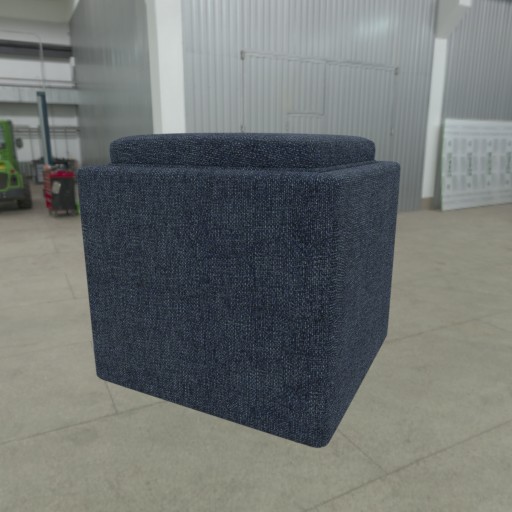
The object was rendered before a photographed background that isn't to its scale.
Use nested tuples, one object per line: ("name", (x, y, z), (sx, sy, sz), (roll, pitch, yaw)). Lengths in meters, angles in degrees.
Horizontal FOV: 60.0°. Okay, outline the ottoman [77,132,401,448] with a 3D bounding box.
("ottoman", (0.000, 0.000, 0.862), (0.450, 0.460, 0.450), (7, 16, 26))
